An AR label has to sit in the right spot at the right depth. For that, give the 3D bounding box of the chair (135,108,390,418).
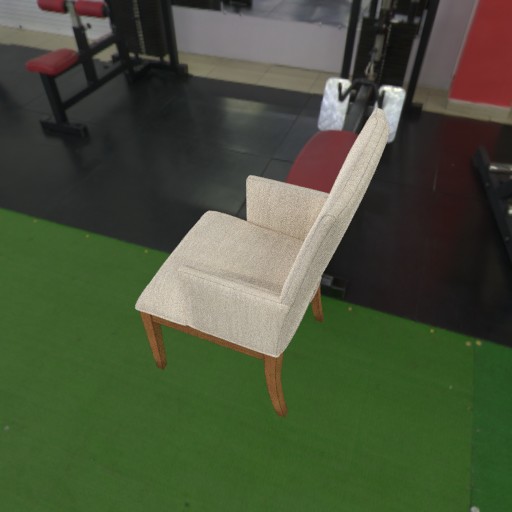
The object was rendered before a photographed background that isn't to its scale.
[{"bbox_3d":[0.000,0.000,1.435,0.641,1.016,0.533,16,47,16],"label":"chair"}]
